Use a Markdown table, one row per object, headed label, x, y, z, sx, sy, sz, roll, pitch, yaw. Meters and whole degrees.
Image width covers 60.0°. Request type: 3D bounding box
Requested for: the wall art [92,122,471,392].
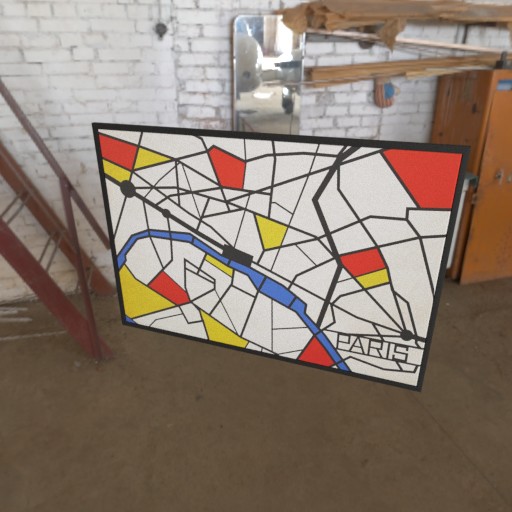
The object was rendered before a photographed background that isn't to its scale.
| label | x | y | z | sx | sy | sz | roll | pitch | yaw |
| --- | --- | --- | --- | --- | --- | --- | --- | --- | --- |
| wall art | 0.000 | 0.000 | 1.223 | 0.963 | 0.665 | 0.013 | 9 | 27 | 18 |
